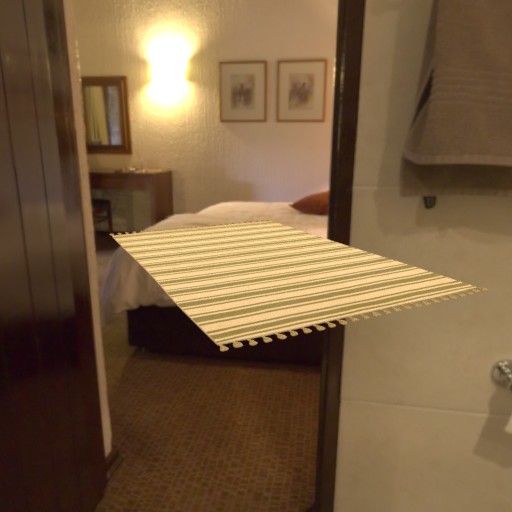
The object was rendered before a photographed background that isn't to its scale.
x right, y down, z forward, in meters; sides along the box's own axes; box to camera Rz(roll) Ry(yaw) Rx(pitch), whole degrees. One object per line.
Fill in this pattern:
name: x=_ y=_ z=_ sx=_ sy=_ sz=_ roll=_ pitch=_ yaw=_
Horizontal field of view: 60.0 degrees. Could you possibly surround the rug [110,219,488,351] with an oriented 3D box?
rug: x=0.000 y=0.000 z=3.049 sx=1.540 sy=0.018 sz=2.435 roll=-7 pitch=16 yaw=-26
